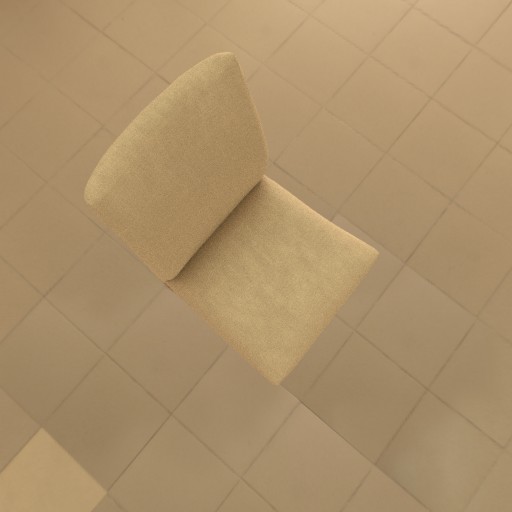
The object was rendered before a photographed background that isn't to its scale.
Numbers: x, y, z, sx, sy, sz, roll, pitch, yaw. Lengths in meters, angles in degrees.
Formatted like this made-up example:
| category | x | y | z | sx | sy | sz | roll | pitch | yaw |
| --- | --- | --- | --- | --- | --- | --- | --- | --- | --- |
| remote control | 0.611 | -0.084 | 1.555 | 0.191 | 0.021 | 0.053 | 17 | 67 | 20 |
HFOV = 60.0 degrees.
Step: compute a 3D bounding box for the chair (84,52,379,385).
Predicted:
| category | x | y | z | sx | sy | sz | roll | pitch | yaw |
| --- | --- | --- | --- | --- | --- | --- | --- | --- | --- |
| chair | 0.000 | 0.000 | 1.282 | 0.585 | 0.940 | 0.496 | 38 | 79 | 9 |
